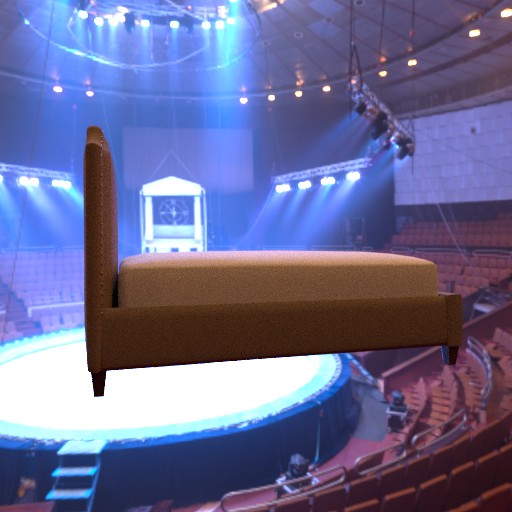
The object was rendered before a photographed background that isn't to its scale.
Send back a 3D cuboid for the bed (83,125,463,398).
[{"bbox_3d":[0.000,0.000,3.395,2.372,1.443,1.713,0,1,-17],"label":"bed"}]
